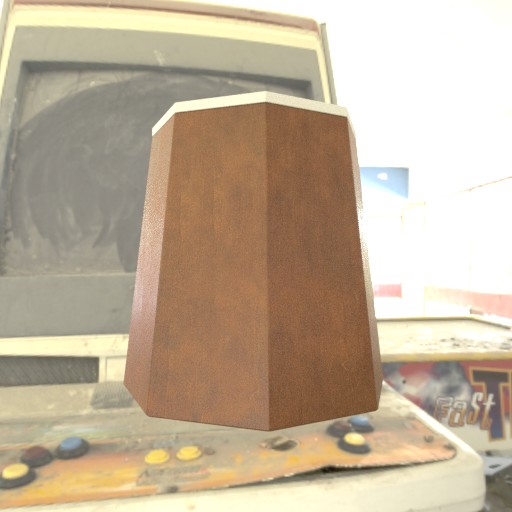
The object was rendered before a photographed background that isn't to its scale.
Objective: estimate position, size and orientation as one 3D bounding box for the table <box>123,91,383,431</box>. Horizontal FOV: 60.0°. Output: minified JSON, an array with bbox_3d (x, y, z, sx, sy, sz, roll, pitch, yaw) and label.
[{"bbox_3d":[0.000,0.000,0.802,0.439,0.457,0.439,0,-1,16],"label":"table"}]
